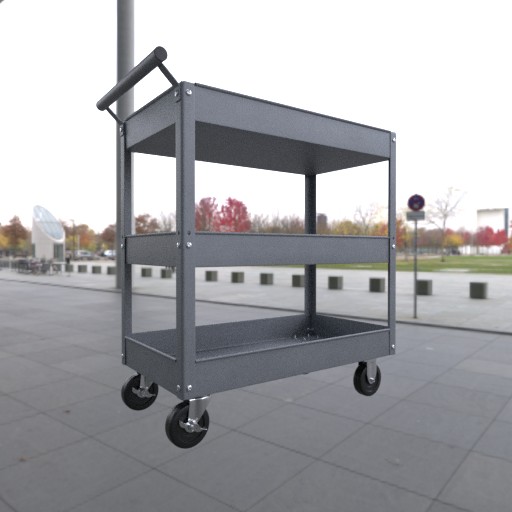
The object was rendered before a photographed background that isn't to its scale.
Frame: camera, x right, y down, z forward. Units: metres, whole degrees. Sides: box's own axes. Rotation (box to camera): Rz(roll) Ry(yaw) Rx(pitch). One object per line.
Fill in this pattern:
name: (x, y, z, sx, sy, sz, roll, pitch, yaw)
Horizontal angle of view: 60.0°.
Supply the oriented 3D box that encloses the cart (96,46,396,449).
cart: (0.000, 0.000, 1.169, 0.719, 0.780, 0.366, -1, 1, -36)
